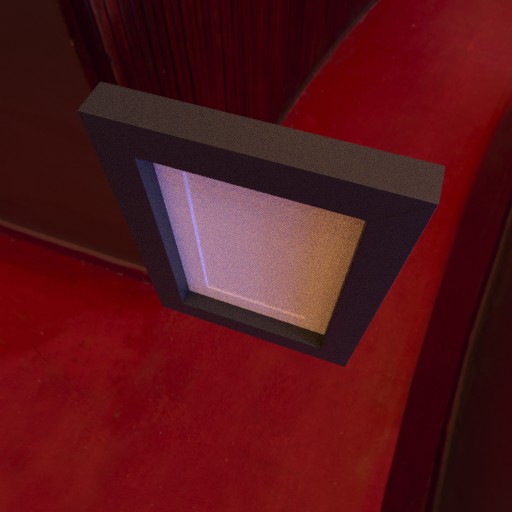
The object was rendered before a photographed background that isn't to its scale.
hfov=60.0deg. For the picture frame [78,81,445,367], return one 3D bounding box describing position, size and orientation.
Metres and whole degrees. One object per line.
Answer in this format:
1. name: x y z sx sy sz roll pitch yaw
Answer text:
1. picture frame: 0.000 0.000 0.278 0.157 0.208 0.028 17 61 10
